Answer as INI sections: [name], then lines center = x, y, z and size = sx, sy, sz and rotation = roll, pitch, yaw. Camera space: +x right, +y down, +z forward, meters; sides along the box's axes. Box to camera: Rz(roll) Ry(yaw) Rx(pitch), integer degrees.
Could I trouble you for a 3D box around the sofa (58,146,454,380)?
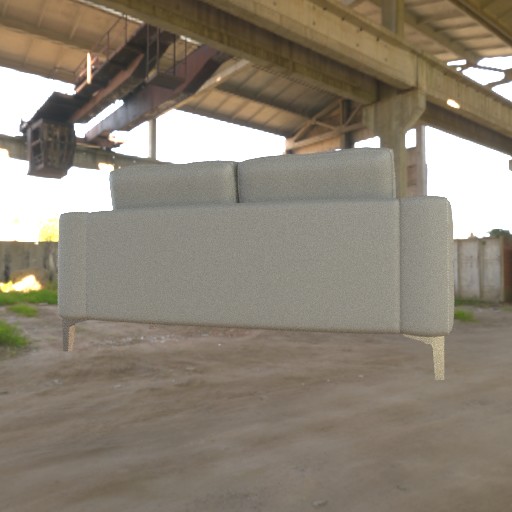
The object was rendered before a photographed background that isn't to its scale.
[sofa]
center = 0.000, 0.000, 2.182
size = 1.726, 0.892, 0.833
rotation = 0, -1, 18
